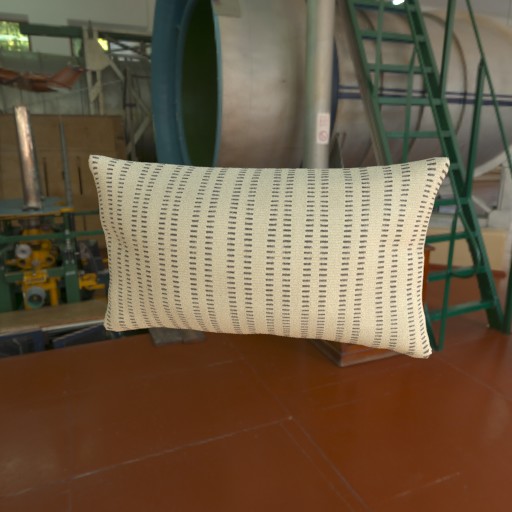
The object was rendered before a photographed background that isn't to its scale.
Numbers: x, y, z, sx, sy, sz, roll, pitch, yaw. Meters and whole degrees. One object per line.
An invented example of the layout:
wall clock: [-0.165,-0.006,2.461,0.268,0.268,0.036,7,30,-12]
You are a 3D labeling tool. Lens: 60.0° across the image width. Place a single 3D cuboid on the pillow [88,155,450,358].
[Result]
pillow: [0.000,0.000,0.801,0.640,0.353,0.210,3,15,10]
